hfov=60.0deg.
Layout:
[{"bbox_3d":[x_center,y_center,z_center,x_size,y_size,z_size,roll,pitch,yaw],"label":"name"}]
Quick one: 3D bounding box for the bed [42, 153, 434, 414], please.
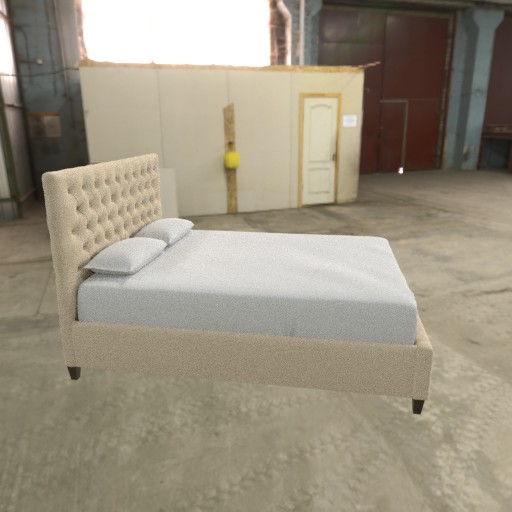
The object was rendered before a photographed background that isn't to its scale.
[{"bbox_3d":[0.000,0.000,3.459,2.387,1.427,1.698,3,17,9],"label":"bed"}]
